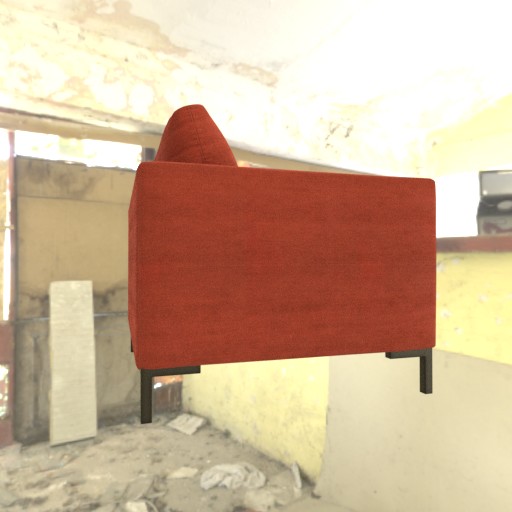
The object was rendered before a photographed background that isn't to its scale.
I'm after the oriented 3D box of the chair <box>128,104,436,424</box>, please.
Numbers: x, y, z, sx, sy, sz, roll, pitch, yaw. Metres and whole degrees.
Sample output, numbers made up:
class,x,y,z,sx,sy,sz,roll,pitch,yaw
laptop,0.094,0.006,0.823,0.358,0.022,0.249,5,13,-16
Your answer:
class,x,y,z,sx,sy,sz,roll,pitch,yaw
chair,0.000,0.000,1.610,0.875,0.812,0.964,0,-1,-17
